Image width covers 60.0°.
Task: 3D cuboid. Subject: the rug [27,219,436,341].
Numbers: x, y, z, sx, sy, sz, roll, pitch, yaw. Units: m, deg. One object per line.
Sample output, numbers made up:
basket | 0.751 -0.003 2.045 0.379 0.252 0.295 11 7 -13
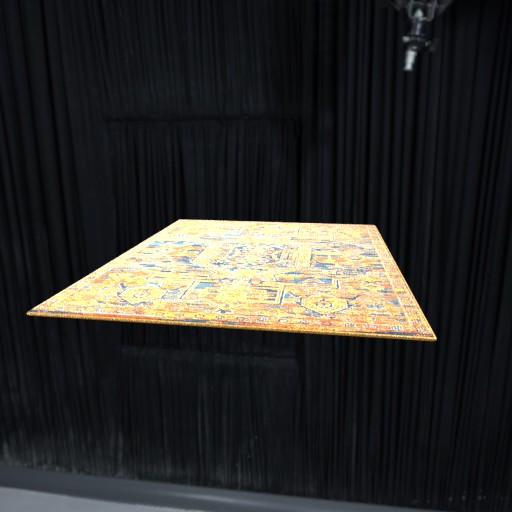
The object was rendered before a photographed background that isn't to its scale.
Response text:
rug | 0.000 0.000 4.022 2.435 0.031 3.040 2 16 8
